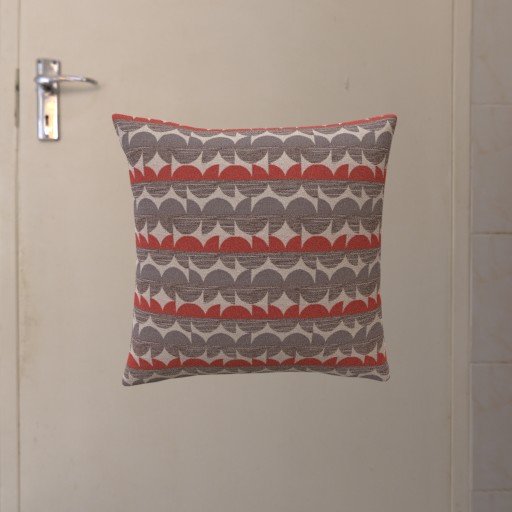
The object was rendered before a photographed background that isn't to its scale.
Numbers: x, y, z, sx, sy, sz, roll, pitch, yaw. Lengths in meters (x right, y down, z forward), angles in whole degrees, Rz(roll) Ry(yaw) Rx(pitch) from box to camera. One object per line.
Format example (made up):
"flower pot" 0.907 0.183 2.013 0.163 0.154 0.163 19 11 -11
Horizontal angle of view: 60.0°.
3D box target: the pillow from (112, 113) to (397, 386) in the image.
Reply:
"pillow" 0.000 0.000 0.665 0.420 0.410 0.180 0 1 0
